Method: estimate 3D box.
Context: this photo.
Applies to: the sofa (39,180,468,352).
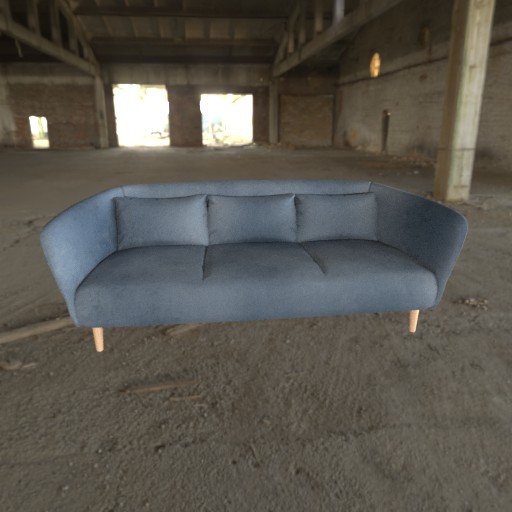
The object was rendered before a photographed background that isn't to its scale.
[{"bbox_3d":[0.000,0.000,2.594,2.095,0.795,0.849,-2,17,-7],"label":"sofa"}]
